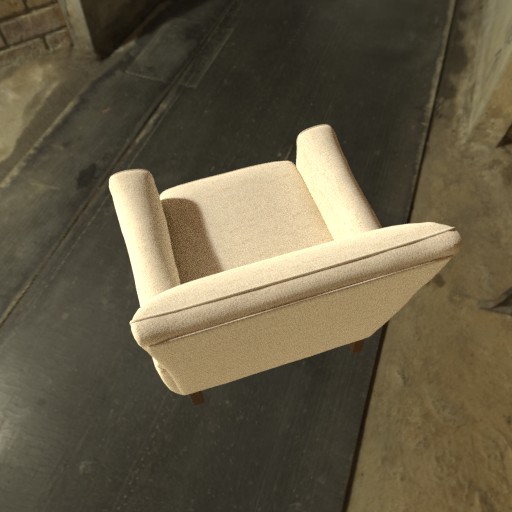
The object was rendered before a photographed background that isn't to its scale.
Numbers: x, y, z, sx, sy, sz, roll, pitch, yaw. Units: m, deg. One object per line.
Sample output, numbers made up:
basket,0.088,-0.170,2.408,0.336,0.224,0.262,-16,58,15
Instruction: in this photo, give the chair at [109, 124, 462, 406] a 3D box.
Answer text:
chair,0.000,0.000,1.596,0.870,0.943,0.823,-16,60,-9
